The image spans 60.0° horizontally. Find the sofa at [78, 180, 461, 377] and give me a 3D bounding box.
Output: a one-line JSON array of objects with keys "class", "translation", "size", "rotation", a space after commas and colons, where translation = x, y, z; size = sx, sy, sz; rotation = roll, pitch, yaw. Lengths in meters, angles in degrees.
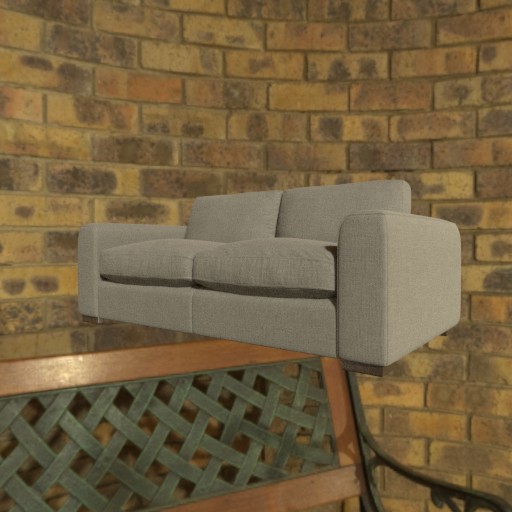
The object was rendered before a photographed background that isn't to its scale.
[{"class": "sofa", "translation": [0.000, 0.000, 2.479], "size": [1.920, 0.800, 1.069], "rotation": [1, 2, 37]}]
